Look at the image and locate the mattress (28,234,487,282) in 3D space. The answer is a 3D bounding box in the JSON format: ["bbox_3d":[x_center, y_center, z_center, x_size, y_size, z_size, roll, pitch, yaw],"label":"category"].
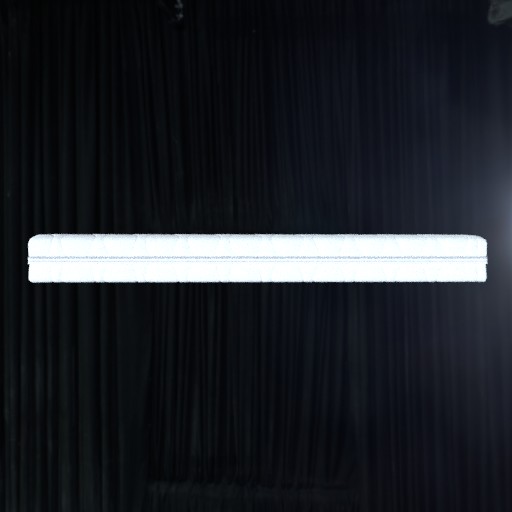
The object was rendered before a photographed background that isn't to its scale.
[{"bbox_3d":[0.000,0.000,2.616,1.900,0.200,1.600,0,1,-1],"label":"mattress"}]
